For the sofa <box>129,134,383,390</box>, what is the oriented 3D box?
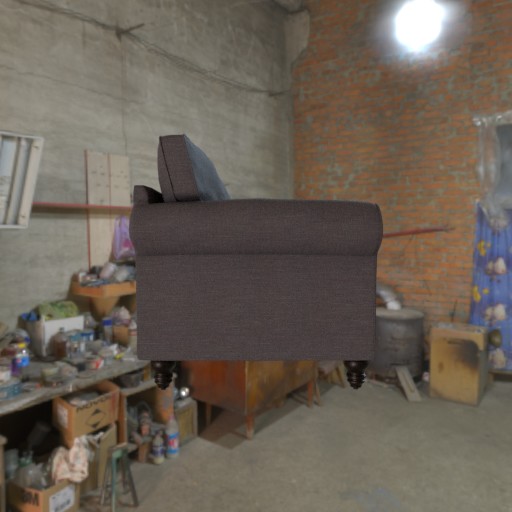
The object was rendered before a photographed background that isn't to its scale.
[{"bbox_3d":[0.000,0.000,2.580,0.909,0.966,2.084,0,2,0],"label":"sofa"}]
